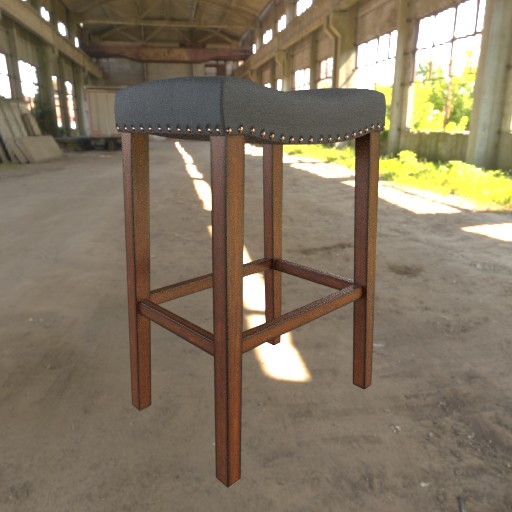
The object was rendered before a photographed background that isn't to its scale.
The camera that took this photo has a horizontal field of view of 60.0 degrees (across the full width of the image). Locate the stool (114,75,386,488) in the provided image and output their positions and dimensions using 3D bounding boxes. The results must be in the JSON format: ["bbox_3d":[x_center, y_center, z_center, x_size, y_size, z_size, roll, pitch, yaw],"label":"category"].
[{"bbox_3d":[0.000,0.000,1.032,0.502,0.748,0.366,-16,23,-42],"label":"stool"}]
